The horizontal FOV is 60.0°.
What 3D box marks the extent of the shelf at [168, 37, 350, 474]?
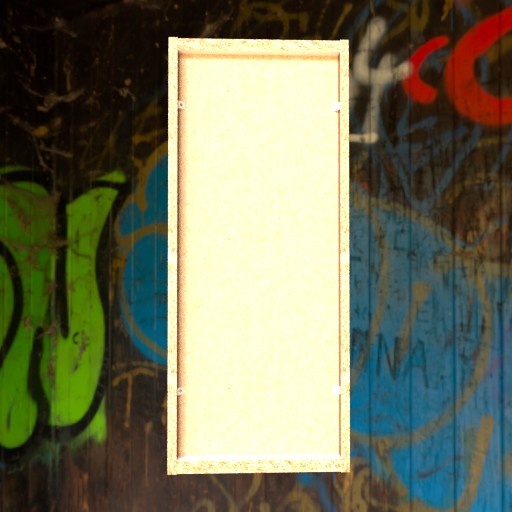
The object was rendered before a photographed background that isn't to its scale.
[{"bbox_3d":[0.000,0.000,0.756,0.253,0.600,0.290,0,-1,-2],"label":"shelf"}]
